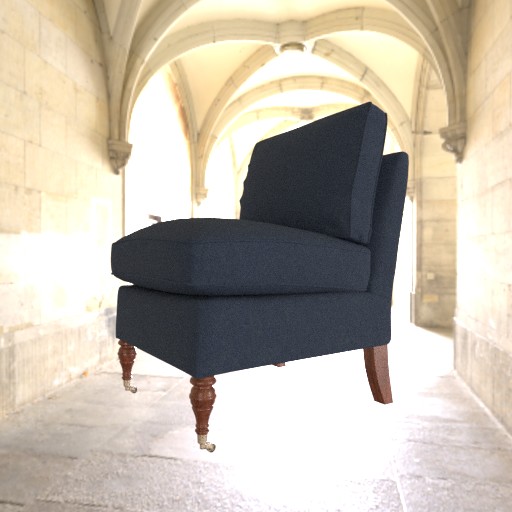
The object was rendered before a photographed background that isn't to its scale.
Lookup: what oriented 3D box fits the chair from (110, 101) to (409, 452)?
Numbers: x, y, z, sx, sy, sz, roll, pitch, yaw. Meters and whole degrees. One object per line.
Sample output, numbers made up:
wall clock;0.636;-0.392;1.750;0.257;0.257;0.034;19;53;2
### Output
chair;0.000;0.000;1.649;0.912;1.052;0.724;0;0;-35
